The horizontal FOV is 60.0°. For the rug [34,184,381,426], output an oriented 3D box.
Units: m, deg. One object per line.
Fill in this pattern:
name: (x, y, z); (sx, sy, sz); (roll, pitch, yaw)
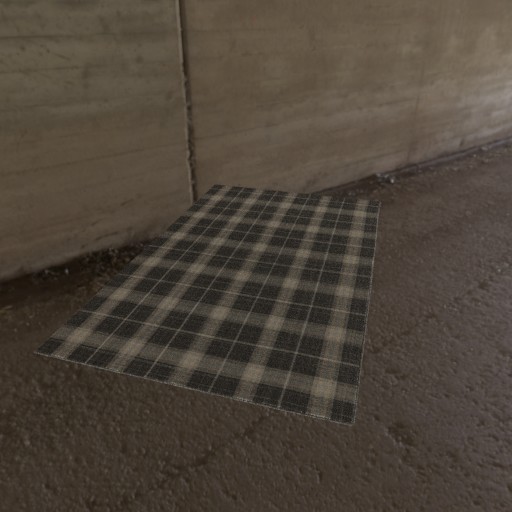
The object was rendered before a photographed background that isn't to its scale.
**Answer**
rug: (0.000, 0.000, 2.952); (1.520, 0.015, 2.434); (8, 30, 14)
